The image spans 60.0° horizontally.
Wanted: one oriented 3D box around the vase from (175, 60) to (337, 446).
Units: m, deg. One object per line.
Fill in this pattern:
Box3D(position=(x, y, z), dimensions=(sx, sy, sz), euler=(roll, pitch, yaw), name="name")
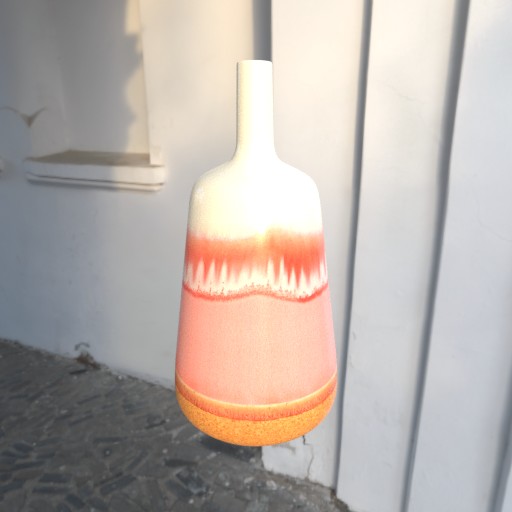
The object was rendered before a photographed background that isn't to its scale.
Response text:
Box3D(position=(0.000, 0.000, 0.367), dimensions=(0.144, 0.296, 0.144), euler=(0, 17, 0), name="vase")
